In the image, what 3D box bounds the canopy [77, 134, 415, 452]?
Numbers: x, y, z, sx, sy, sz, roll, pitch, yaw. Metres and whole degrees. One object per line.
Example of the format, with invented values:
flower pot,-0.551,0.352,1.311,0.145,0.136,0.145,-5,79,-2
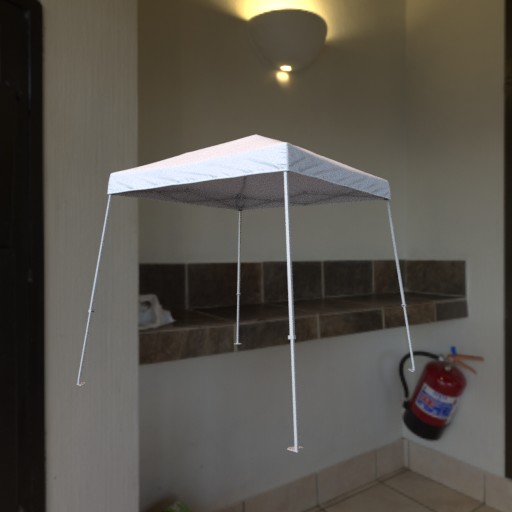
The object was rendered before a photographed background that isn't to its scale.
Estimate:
canopy,0.000,0.000,5.212,2.848,2.849,2.849,0,0,36
